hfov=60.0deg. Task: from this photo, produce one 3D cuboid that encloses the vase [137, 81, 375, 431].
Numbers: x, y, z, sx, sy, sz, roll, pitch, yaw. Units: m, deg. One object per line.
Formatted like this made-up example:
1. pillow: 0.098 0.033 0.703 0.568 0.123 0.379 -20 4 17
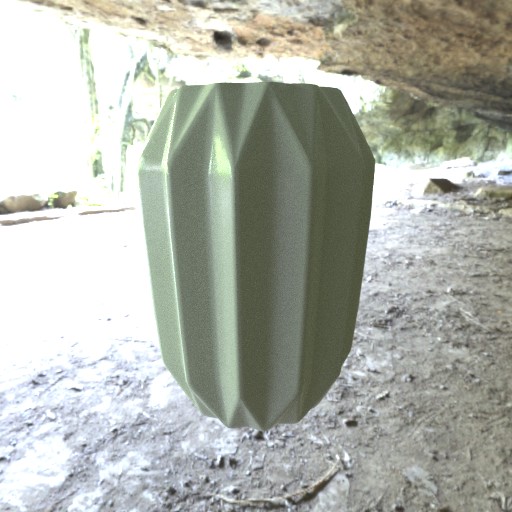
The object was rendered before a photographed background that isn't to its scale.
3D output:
1. vase: 0.000 0.000 0.391 0.195 0.275 0.195 0 15 0
